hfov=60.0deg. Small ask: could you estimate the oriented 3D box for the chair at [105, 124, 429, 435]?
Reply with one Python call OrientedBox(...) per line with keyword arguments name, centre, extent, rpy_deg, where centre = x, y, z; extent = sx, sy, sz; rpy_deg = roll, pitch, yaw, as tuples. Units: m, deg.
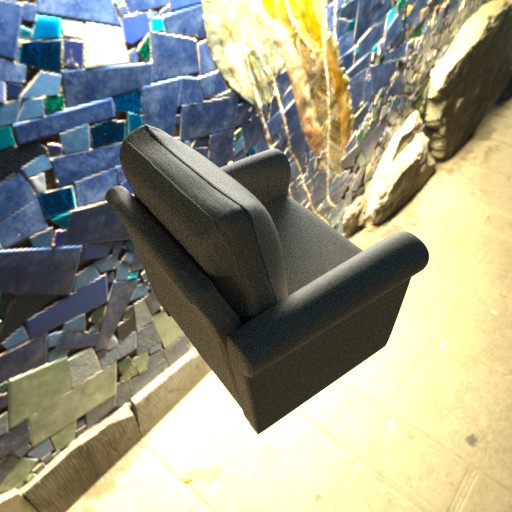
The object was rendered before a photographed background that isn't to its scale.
OrientedBox(name="chair", centre=(0.000, 0.000, 2.360), extent=(1.180, 1.349, 1.275), rpy_deg=(-25, 47, -26))
